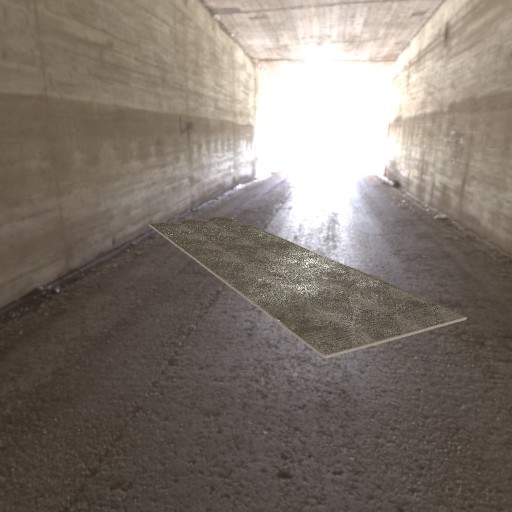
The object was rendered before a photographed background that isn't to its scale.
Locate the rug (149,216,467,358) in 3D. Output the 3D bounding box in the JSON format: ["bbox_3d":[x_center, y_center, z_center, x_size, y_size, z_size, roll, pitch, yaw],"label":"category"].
[{"bbox_3d":[0.000,0.000,2.409,0.645,0.015,2.182,-8,18,-26],"label":"rug"}]
